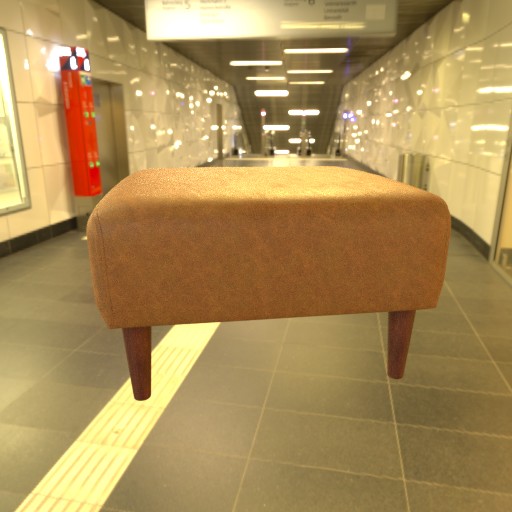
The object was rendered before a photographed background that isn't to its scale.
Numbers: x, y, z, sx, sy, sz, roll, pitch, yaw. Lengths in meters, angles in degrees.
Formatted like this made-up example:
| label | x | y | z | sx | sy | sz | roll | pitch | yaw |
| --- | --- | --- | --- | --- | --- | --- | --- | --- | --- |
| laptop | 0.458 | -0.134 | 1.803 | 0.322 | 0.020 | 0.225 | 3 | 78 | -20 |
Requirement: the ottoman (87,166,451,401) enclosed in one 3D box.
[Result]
| label | x | y | z | sx | sy | sz | roll | pitch | yaw |
| --- | --- | --- | --- | --- | --- | --- | --- | --- | --- |
| ottoman | 0.000 | 0.000 | 1.080 | 0.650 | 0.399 | 0.650 | -2 | 17 | -8 |
